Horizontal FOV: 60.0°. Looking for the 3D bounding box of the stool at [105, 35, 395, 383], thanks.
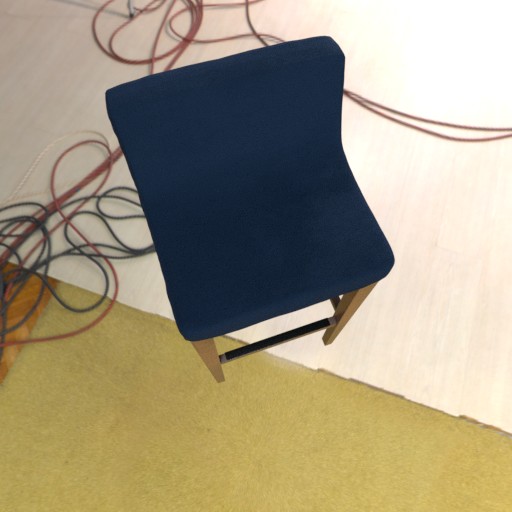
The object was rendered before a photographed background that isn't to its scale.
[{"bbox_3d":[0.000,0.000,1.295,0.511,1.037,0.500,-17,67,-8],"label":"stool"}]
